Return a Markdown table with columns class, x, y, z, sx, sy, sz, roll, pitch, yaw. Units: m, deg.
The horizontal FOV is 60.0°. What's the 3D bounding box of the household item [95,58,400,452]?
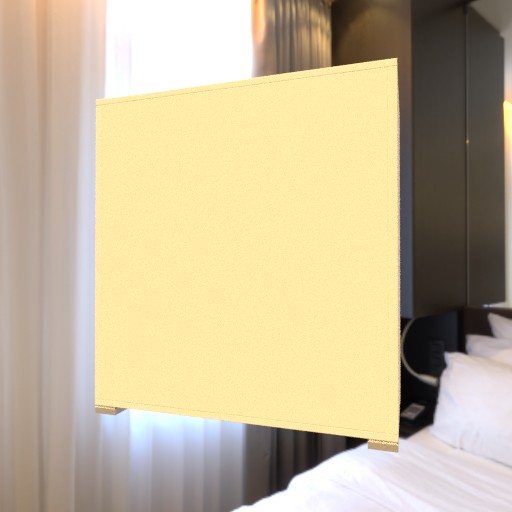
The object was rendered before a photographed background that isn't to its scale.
| class | x | y | z | sx | sy | sz | roll | pitch | yaw |
| --- | --- | --- | --- | --- | --- | --- | --- | --- | --- |
| household item | 0.000 | 0.000 | 1.303 | 0.800 | 0.870 | 0.420 | 0 | -1 | 19 |
